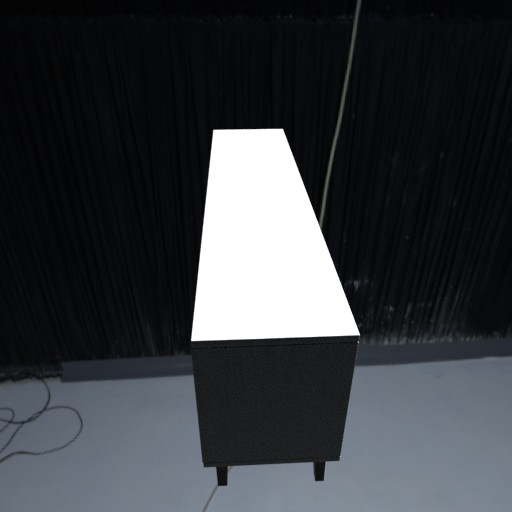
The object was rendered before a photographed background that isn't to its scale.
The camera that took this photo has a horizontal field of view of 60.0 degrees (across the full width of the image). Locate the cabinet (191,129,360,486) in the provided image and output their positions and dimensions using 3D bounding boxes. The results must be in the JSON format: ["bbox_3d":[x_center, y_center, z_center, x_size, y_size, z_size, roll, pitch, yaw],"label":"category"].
[{"bbox_3d":[0.000,0.000,2.434,0.499,0.779,2.198,-2,31,-3],"label":"cabinet"}]
